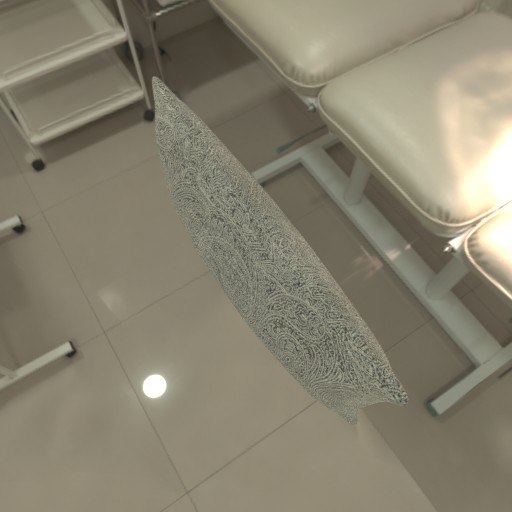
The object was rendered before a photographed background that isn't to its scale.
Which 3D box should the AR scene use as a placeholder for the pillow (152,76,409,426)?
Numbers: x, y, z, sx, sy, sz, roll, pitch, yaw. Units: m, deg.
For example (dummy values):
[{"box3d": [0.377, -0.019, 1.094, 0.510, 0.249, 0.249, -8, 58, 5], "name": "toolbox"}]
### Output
[{"box3d": [0.000, 0.000, 0.740, 0.151, 0.295, 0.615, -31, 67, -14], "name": "pillow"}]
